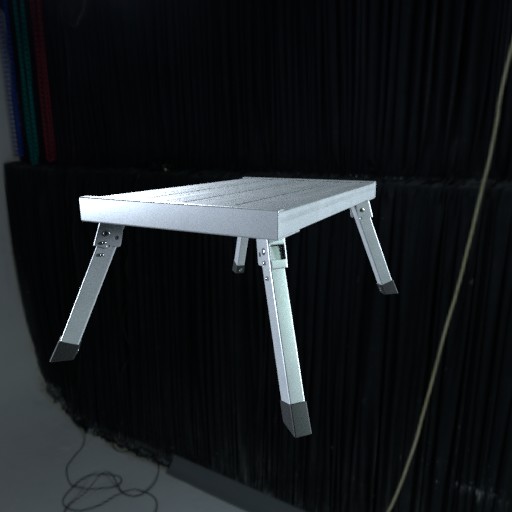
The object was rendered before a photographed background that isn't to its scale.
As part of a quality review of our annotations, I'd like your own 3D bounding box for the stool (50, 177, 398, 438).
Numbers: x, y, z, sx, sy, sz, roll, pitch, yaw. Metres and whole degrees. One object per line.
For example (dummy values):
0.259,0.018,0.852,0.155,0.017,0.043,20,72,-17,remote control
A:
0.000,0.000,0.733,0.385,0.225,0.535,7,15,26,stool
